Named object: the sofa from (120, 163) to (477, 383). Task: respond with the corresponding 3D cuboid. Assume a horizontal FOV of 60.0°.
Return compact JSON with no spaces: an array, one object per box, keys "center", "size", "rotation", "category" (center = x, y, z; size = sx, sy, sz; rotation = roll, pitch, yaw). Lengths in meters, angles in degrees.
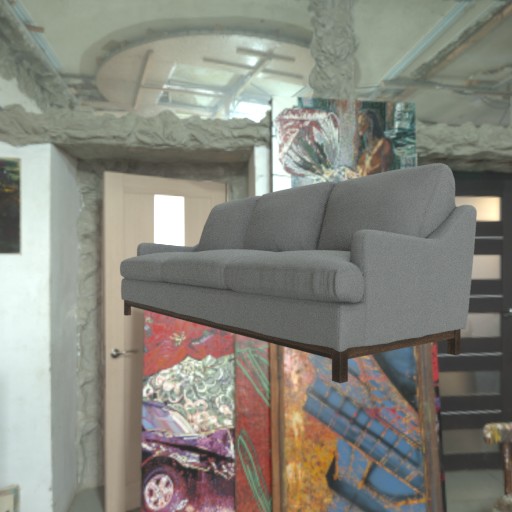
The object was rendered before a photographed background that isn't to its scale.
[{"center":[0.000,0.000,2.800],"size":[0.987,0.926,2.344],"rotation":[0,0,-36],"category":"sofa"}]
